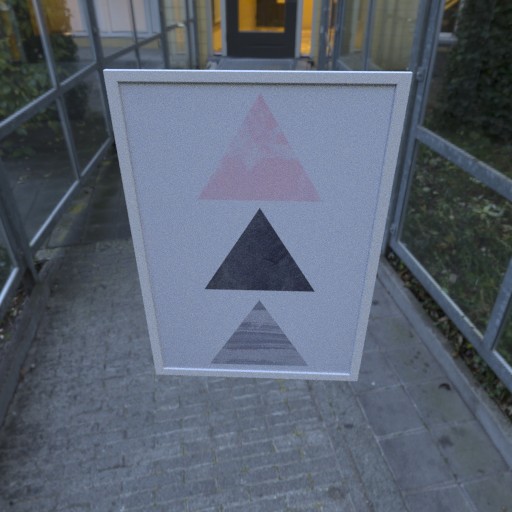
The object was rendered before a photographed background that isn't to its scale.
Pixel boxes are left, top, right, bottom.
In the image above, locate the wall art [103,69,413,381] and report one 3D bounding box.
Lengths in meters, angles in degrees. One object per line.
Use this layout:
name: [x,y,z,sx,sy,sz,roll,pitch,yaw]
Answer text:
wall art: [0.000,0.000,1.201,0.659,0.940,0.013,1,33,2]
